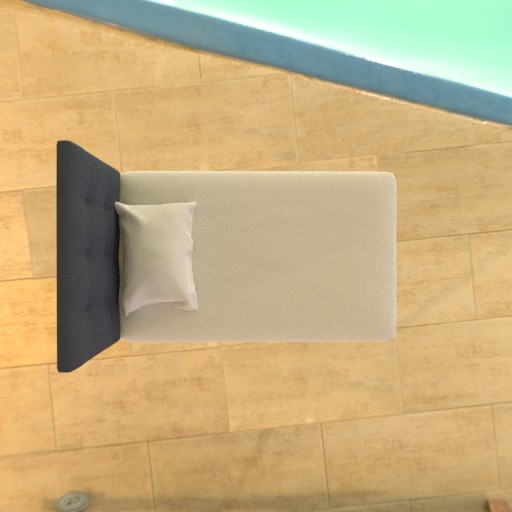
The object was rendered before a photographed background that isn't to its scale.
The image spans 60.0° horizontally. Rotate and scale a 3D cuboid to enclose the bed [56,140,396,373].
[{"bbox_3d":[0.000,0.000,2.942,1.997,1.571,1.261,0,90,-1],"label":"bed"}]
